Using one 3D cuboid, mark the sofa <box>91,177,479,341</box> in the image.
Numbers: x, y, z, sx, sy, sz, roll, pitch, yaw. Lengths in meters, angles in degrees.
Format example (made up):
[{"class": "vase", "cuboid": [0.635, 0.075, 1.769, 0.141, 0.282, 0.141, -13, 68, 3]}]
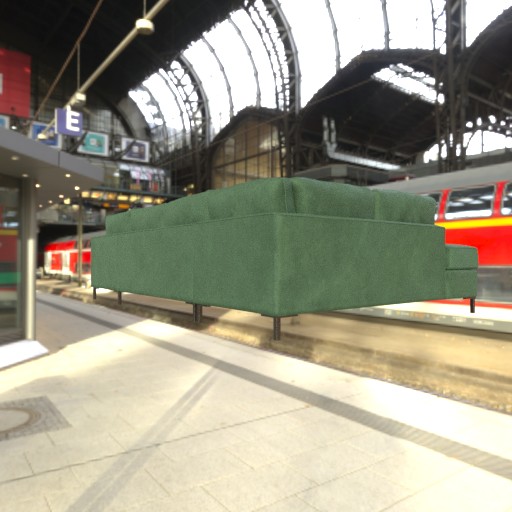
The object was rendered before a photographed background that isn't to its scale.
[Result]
[{"class": "sofa", "cuboid": [0.000, 0.000, 3.904, 1.992, 0.861, 2.994, 0, -1, -37]}]
